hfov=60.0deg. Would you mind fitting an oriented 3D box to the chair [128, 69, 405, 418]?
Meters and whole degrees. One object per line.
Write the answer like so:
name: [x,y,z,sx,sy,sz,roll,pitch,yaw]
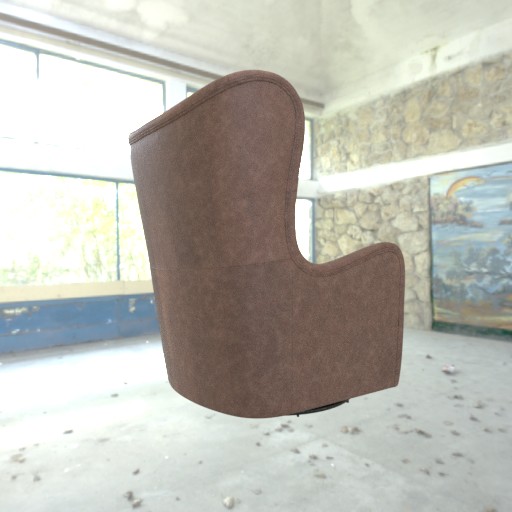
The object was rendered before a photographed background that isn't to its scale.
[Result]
chair: [0.000,0.000,1.751,0.930,1.079,0.831,0,0,-36]
